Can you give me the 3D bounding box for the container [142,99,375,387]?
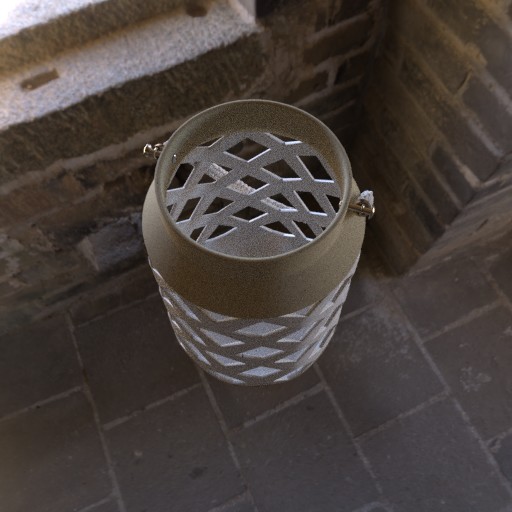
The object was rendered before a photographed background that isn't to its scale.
[{"bbox_3d":[0.000,0.000,0.401,0.188,0.264,0.198,17,66,8],"label":"container"}]
